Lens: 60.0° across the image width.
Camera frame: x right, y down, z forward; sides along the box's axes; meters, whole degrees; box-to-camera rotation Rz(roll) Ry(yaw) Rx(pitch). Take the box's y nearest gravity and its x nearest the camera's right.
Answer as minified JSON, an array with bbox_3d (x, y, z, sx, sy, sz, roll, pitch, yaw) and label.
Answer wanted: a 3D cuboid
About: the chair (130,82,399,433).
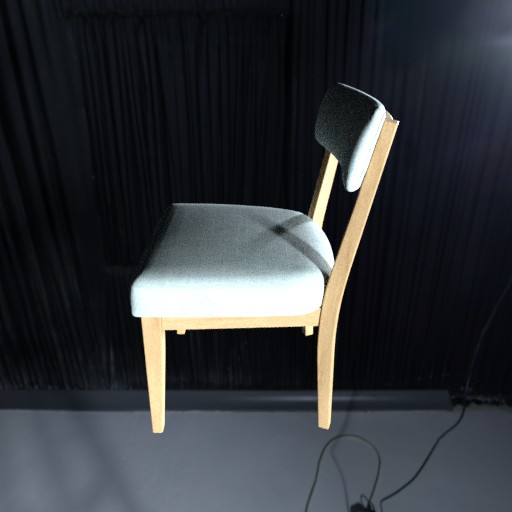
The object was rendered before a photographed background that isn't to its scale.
[{"bbox_3d":[0.000,0.000,1.194,0.572,0.832,0.508,0,27,0],"label":"chair"}]
